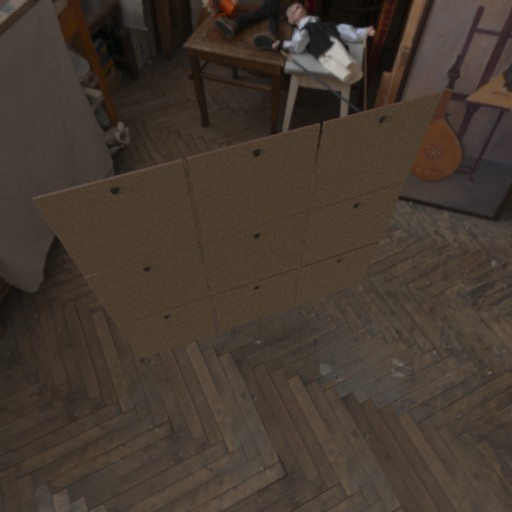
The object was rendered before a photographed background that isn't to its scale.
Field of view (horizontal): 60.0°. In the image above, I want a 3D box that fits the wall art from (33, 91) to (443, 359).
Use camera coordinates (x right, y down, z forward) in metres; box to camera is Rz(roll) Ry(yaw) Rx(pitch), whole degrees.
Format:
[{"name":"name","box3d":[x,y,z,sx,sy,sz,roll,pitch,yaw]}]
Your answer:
[{"name":"wall art","box3d":[0.000,0.000,2.219,1.533,1.532,0.019,-17,60,-11]}]
